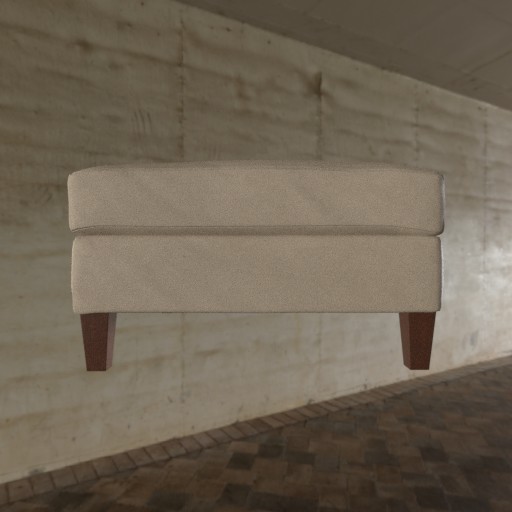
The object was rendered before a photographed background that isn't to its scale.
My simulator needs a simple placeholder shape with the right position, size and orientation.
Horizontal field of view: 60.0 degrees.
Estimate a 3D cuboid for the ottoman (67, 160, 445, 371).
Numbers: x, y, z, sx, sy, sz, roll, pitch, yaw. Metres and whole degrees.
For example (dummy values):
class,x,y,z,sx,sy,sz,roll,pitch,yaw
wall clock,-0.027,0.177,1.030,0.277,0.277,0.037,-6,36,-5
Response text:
class,x,y,z,sx,sy,sz,roll,pitch,yaw
ottoman,0.000,0.000,1.433,0.836,0.492,1.002,0,1,-1
